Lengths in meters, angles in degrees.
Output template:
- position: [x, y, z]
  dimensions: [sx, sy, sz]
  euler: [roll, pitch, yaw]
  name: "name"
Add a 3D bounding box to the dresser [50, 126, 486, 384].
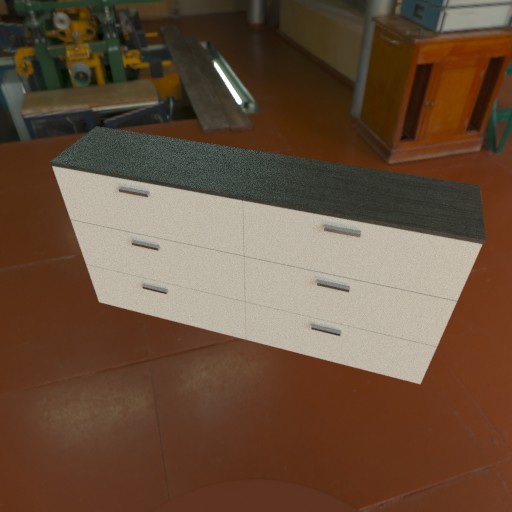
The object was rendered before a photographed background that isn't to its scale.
- position: [0.000, 0.000, 1.865]
  dimensions: [1.535, 0.790, 0.333]
  euler: [12, 43, 13]
  name: "dresser"
